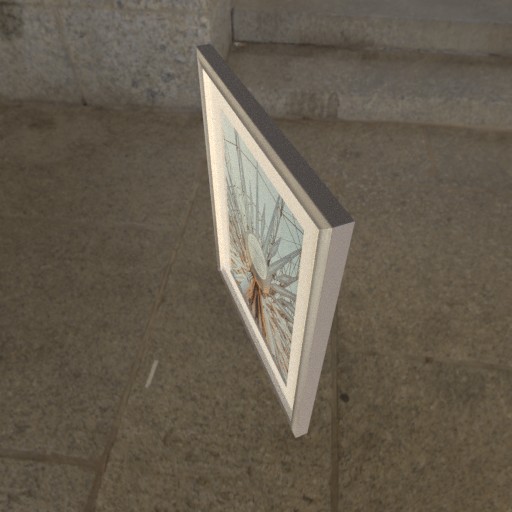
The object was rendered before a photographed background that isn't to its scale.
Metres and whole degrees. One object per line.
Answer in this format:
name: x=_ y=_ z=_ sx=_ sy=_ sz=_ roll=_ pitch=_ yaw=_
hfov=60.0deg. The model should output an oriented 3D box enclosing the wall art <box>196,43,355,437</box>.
wall art: x=0.000 y=0.000 z=0.787 sx=0.029 sy=0.558 sz=0.458 roll=-17 pitch=50 yaw=-15
